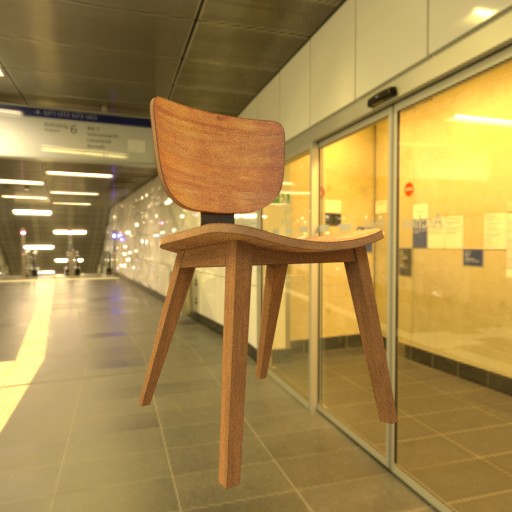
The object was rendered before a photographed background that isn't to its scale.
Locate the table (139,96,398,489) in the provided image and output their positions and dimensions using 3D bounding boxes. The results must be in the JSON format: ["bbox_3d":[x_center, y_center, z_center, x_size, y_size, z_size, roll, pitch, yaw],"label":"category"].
[{"bbox_3d":[0.000,0.000,1.116,0.499,0.805,0.500,-1,2,-37],"label":"table"}]
